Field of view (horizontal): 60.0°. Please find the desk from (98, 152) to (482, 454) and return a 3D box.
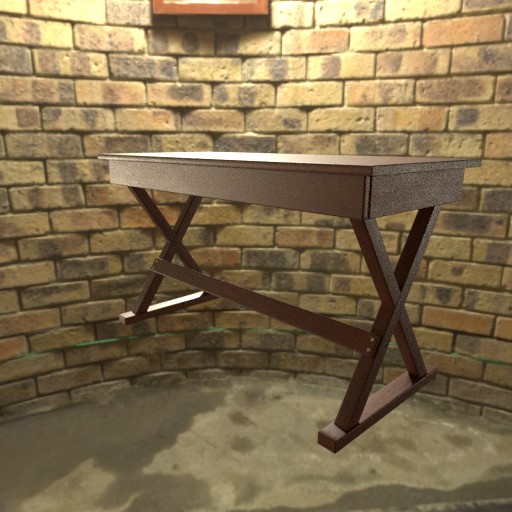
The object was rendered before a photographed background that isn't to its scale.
[{"bbox_3d":[0.000,0.000,1.727,0.600,0.761,1.372,-13,19,-41],"label":"desk"}]
